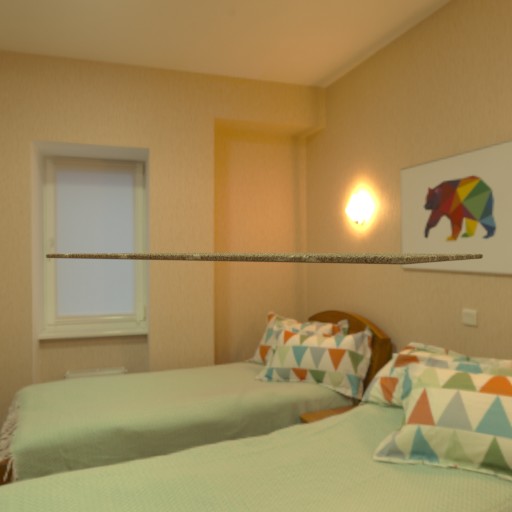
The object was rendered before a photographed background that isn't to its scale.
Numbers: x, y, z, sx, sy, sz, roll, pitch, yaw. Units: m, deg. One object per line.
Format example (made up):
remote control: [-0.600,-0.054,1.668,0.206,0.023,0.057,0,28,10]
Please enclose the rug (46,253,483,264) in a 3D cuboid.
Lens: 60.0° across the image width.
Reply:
rug: [0.000,0.000,2.898,2.438,0.030,1.524,0,1,36]
